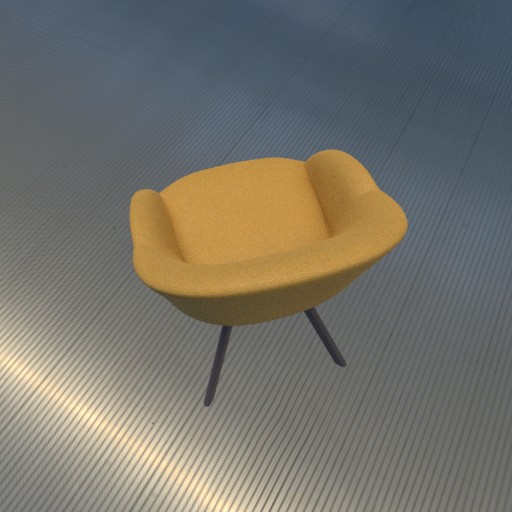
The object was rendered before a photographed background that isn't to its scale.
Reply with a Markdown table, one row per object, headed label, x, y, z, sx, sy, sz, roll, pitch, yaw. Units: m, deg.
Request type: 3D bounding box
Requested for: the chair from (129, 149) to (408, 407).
| label | x | y | z | sx | sy | sz | roll | pitch | yaw |
| --- | --- | --- | --- | --- | --- | --- | --- | --- | --- |
| chair | 0.000 | 0.000 | 1.163 | 0.551 | 0.793 | 0.583 | -14 | 60 | -8 |
